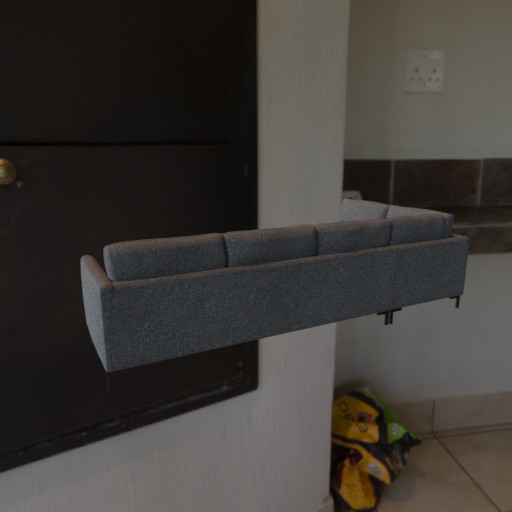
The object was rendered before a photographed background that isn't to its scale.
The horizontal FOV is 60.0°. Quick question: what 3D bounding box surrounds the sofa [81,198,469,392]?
[{"bbox_3d":[0.000,0.000,3.853,2.949,0.815,2.007,-7,15,-27],"label":"sofa"}]
